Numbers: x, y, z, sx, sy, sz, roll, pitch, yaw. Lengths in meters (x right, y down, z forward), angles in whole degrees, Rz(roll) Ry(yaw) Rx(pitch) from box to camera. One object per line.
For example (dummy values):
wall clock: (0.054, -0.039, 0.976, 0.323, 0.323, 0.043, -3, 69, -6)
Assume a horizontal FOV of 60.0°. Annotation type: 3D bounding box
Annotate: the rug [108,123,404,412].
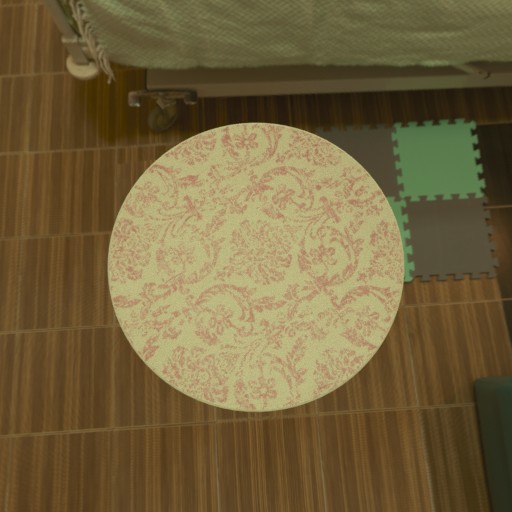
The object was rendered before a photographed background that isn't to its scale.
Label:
rug: (0.000, 0.000, 2.387, 1.593, 0.012, 1.593, 0, 76, 0)
